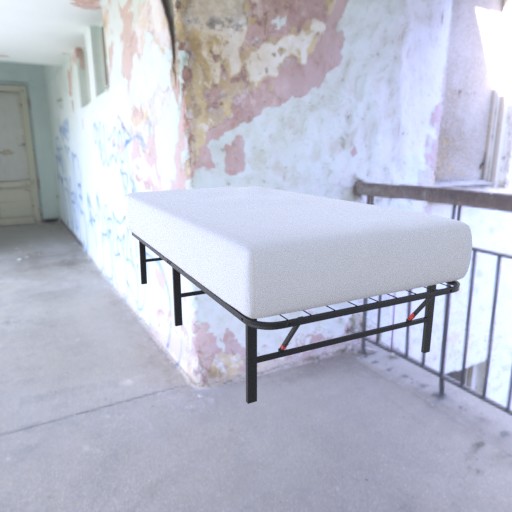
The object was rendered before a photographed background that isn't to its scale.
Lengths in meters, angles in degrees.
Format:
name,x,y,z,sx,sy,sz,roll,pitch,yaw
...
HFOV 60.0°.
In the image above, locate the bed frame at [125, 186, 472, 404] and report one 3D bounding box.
name,x,y,z,sx,sy,sz,roll,pitch,yaw
bed frame,0.000,0.000,2.422,1.025,0.640,1.908,-7,15,-26
